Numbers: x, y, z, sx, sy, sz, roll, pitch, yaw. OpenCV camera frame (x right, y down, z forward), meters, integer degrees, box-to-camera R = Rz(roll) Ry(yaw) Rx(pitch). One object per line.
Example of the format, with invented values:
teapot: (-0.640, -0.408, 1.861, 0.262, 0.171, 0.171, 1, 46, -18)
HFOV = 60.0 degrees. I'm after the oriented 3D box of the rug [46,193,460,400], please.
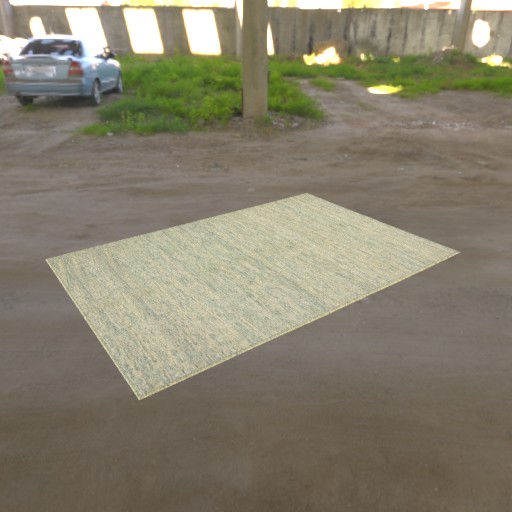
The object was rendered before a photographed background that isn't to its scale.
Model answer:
rug: (0.000, 0.000, 2.385, 1.850, 0.015, 1.250, -18, 32, -32)
